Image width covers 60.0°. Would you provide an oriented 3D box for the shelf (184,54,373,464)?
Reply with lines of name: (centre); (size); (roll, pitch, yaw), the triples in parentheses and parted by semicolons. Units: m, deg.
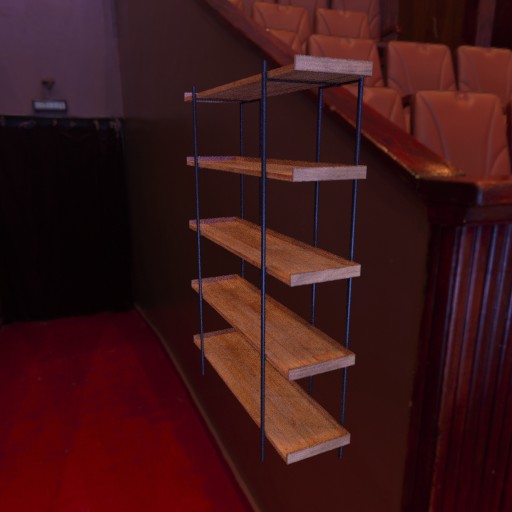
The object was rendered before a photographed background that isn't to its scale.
shelf: (0.000, 0.000, 2.434); (0.379, 1.826, 1.371); (-7, 16, -24)
